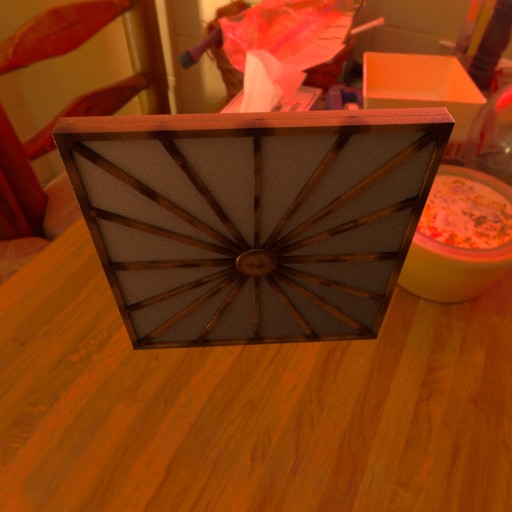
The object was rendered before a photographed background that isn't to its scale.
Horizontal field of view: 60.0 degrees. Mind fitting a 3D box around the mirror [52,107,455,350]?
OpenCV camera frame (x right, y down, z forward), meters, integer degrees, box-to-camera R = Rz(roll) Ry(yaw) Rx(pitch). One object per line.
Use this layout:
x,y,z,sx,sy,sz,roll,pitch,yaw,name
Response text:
0.000,0.000,0.753,0.509,0.507,0.042,-2,47,-2,mirror
